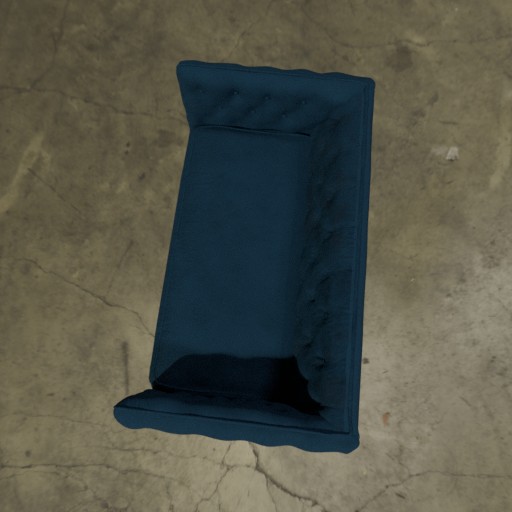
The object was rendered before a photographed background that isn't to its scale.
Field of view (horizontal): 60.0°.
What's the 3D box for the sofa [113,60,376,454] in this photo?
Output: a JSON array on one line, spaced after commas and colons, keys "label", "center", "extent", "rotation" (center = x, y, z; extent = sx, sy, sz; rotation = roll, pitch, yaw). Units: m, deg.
[{"label": "sofa", "center": [0.000, 0.000, 2.124], "extent": [0.909, 0.810, 1.583], "rotation": [6, 75, 2]}]
